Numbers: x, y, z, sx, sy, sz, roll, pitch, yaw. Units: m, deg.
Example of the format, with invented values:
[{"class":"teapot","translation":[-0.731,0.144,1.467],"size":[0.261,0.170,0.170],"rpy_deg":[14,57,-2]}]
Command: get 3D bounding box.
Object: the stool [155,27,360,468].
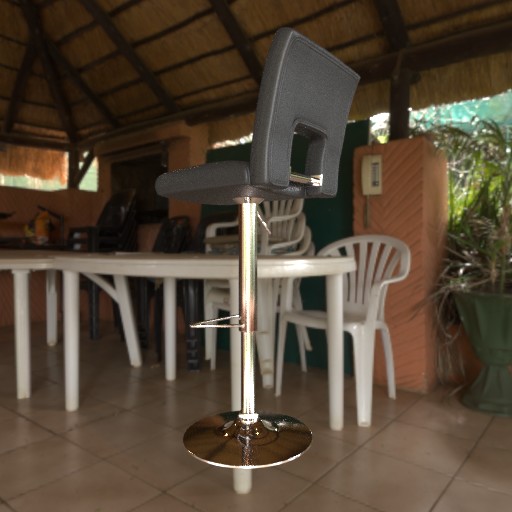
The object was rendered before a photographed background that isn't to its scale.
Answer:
[{"class":"stool","translation":[0.000,0.000,1.382],"size":[0.520,1.151,0.415],"rpy_deg":[1,2,38]}]
